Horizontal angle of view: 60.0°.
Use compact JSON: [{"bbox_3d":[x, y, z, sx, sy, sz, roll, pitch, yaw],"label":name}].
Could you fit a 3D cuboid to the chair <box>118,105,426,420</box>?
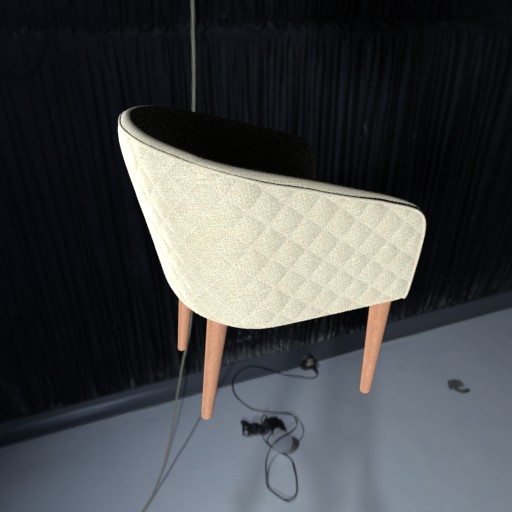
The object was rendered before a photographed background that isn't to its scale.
[{"bbox_3d":[0.000,0.000,1.207,0.616,0.775,0.584,-11,33,-18],"label":"chair"}]
